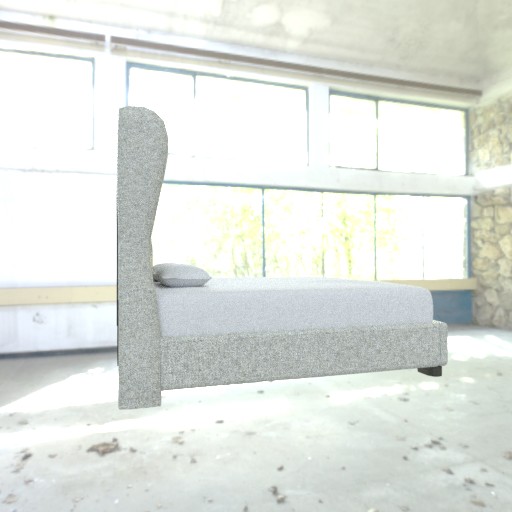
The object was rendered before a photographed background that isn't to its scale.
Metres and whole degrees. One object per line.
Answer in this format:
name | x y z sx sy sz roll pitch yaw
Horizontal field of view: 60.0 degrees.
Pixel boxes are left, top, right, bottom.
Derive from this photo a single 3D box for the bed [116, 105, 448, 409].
bed | 0.000 0.000 3.907 2.347 1.771 2.219 0 0 -18
